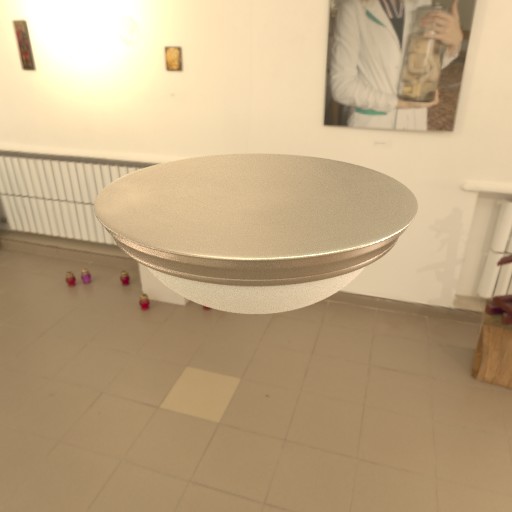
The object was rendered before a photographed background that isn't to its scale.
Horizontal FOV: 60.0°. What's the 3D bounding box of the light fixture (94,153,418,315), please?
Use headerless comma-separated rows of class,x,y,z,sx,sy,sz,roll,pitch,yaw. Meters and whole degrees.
light fixture,0.000,0.000,0.431,0.280,0.135,0.280,0,26,0
